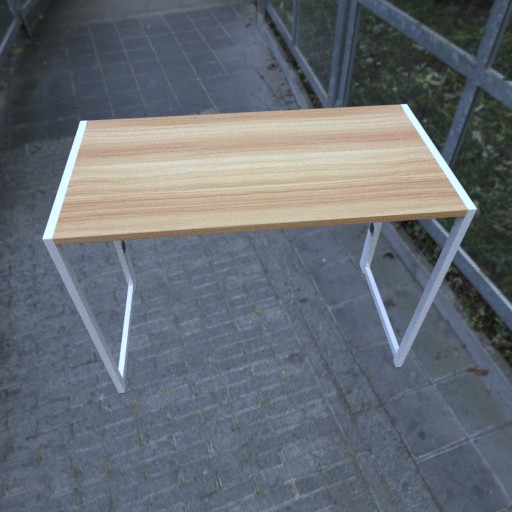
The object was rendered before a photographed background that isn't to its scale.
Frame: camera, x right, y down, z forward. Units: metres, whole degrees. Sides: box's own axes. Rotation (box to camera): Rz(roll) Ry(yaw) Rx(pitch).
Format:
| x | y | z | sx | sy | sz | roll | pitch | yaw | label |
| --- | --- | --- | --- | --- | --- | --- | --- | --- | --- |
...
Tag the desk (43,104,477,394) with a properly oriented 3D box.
| x | y | z | sx | sy | sz | roll | pitch | yaw | label |
| --- | --- | --- | --- | --- | --- | --- | --- | --- | --- |
| 0.000 | 0.000 | 1.475 | 1.016 | 0.762 | 0.508 | -4 | 47 | -4 | desk |
